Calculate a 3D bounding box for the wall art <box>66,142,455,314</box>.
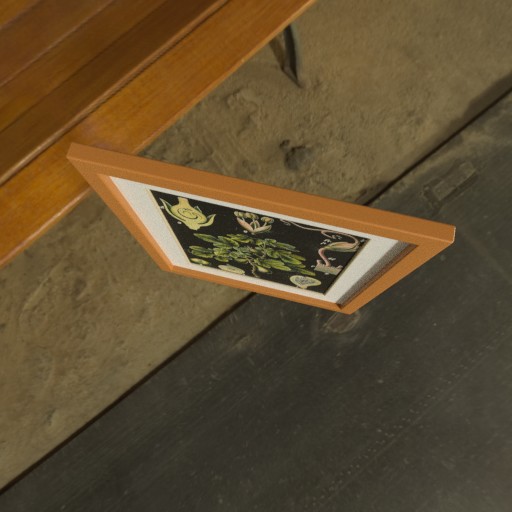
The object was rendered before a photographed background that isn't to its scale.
[{"bbox_3d":[0.000,0.000,0.528,0.310,0.379,0.015,13,75,4],"label":"wall art"}]
